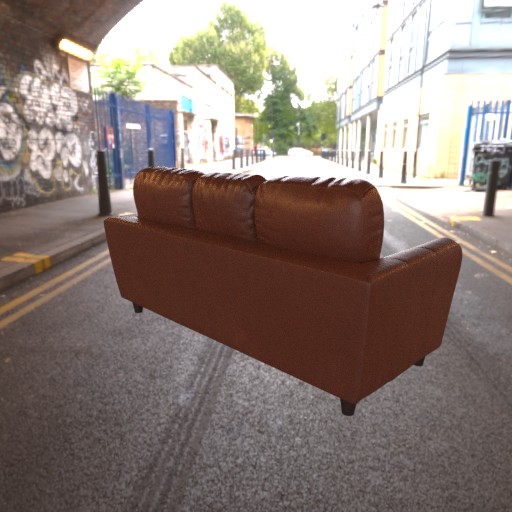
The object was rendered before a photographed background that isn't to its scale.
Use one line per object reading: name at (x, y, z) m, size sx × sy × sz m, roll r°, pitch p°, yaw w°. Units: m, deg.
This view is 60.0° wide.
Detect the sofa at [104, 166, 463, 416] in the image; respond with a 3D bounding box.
sofa at (0.000, 0.000, 2.380) m, size 1.862 × 0.915 × 0.802 m, roll 13°, pitch 19°, yaw 43°
